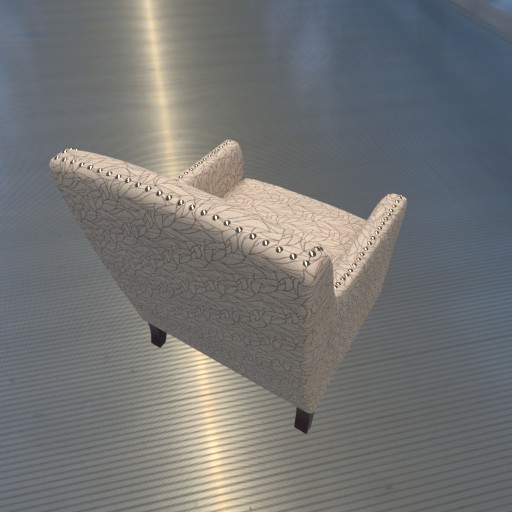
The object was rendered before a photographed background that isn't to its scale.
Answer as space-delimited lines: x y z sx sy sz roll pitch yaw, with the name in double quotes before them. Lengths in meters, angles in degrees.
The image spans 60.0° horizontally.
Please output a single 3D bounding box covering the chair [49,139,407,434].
"chair" 0.000 0.000 1.254 0.623 0.816 0.651 24 49 22
